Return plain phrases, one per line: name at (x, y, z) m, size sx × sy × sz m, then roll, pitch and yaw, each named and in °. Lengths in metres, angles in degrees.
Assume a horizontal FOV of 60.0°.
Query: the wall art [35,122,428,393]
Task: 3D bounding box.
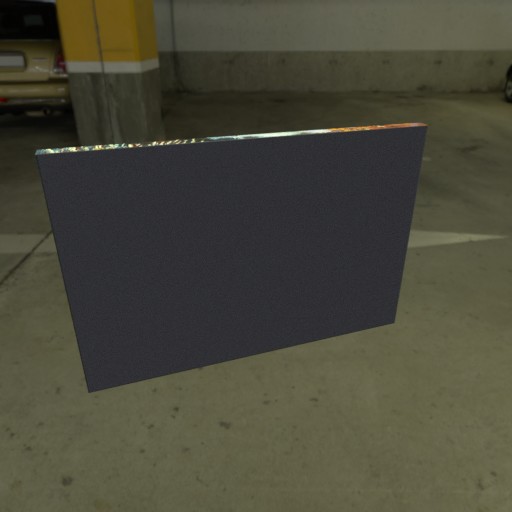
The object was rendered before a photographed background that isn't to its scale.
wall art at (0.000, 0.000, 1.133) m, size 0.908 × 0.604 × 0.037 m, roll -9°, pitch 28°, yaw -17°
